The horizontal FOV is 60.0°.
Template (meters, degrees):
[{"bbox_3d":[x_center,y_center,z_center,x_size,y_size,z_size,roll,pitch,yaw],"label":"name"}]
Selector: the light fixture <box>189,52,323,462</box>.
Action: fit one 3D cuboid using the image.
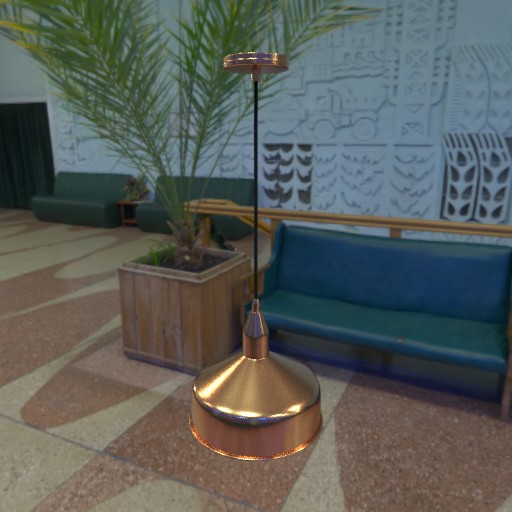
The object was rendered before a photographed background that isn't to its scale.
[{"bbox_3d":[0.000,0.000,0.914,0.301,0.754,0.301,7,16,27],"label":"light fixture"}]
